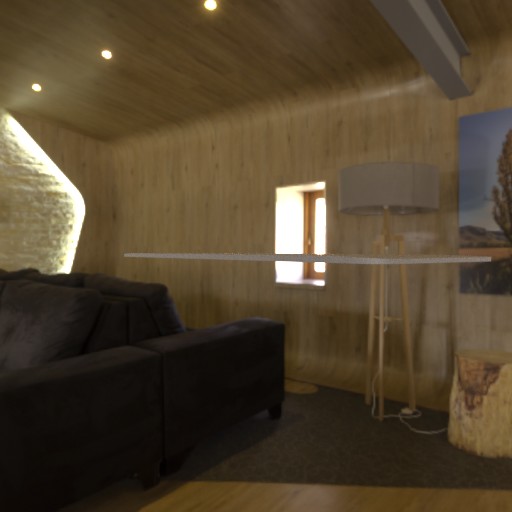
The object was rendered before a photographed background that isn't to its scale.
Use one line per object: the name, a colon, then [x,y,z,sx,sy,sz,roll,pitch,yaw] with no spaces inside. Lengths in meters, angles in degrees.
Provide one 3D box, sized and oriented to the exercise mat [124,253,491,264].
exercise mat: [0.000,0.000,2.036,0.616,0.021,1.884,0,1,-36]
